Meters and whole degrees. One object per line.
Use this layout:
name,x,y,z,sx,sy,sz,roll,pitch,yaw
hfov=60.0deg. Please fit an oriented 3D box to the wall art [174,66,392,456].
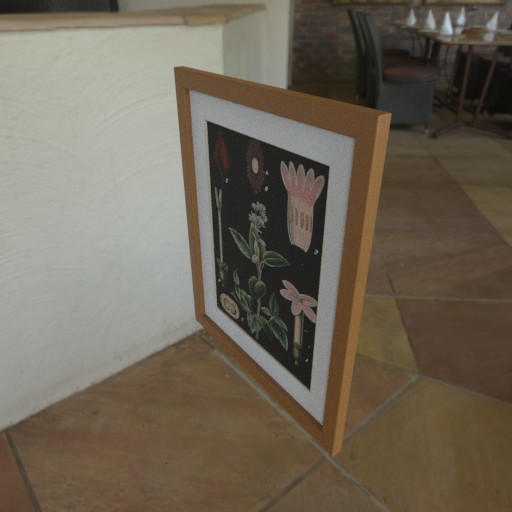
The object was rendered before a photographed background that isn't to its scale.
wall art,0.000,0.000,0.751,0.021,0.550,0.449,-21,36,-31
